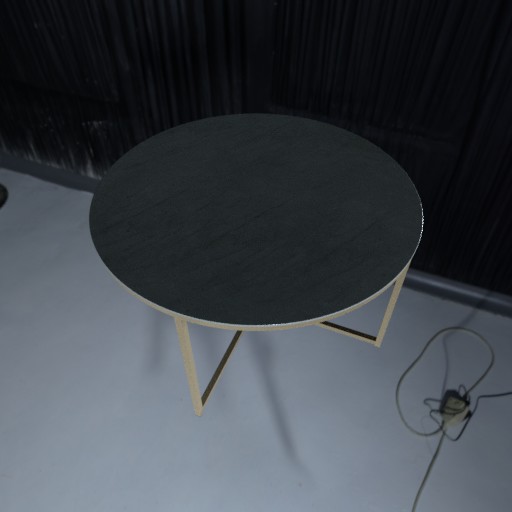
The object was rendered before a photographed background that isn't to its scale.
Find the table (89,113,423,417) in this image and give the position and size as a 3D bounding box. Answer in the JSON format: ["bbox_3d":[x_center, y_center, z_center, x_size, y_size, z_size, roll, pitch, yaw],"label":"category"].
[{"bbox_3d":[0.000,0.000,1.259,0.800,0.450,0.800,0,46,0],"label":"table"}]
